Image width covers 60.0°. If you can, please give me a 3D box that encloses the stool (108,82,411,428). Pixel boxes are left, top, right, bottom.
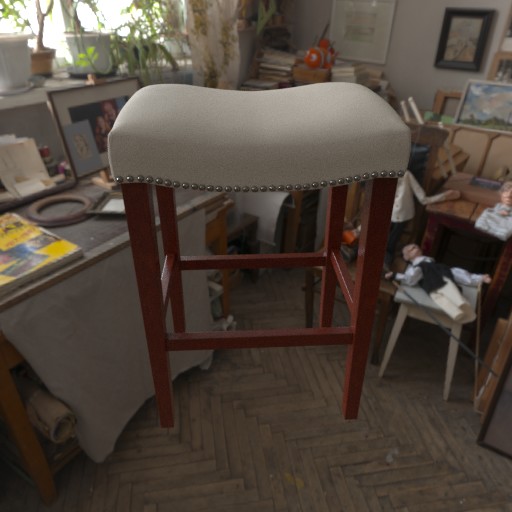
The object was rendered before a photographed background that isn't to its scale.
[{"bbox_3d":[0.000,0.000,1.042,0.504,0.742,0.372,-2,32,-3],"label":"stool"}]
